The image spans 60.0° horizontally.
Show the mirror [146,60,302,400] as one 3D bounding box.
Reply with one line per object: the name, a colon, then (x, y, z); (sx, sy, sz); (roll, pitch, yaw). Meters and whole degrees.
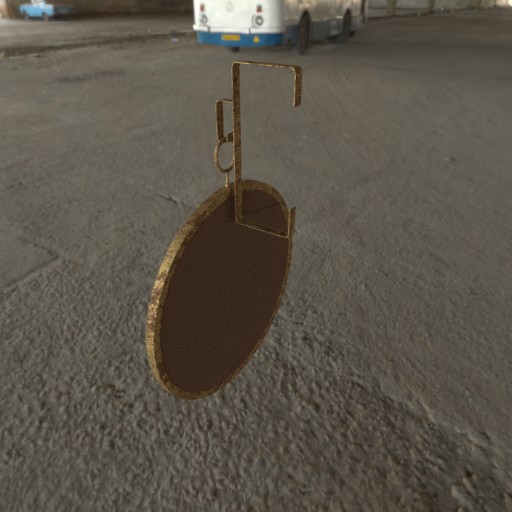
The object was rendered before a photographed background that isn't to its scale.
mirror: (0.000, 0.000, 0.807); (0.144, 0.651, 0.447); (19, 36, 29)
